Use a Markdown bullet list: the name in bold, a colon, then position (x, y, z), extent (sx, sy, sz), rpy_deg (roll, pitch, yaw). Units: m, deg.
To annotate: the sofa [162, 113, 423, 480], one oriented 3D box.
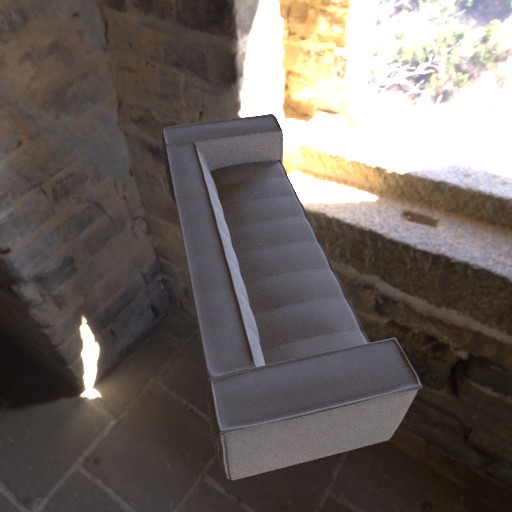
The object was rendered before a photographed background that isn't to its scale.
- **sofa**: position (0.000, 0.000, 3.125), extent (1.038, 0.680, 2.697), rpy_deg (-10, 47, -9)
